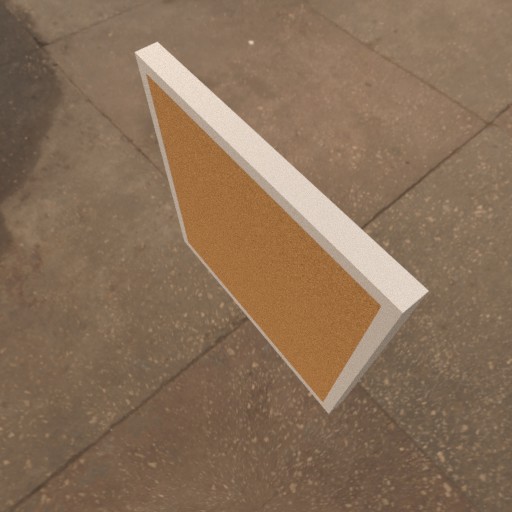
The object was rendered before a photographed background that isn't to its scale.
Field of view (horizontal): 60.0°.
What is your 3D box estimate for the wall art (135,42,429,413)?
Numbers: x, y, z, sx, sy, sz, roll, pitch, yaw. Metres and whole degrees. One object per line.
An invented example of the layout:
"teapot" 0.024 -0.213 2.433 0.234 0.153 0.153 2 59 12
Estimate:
"wall art" 0.000 0.000 0.755 0.038 0.508 0.507 -34 66 -18
